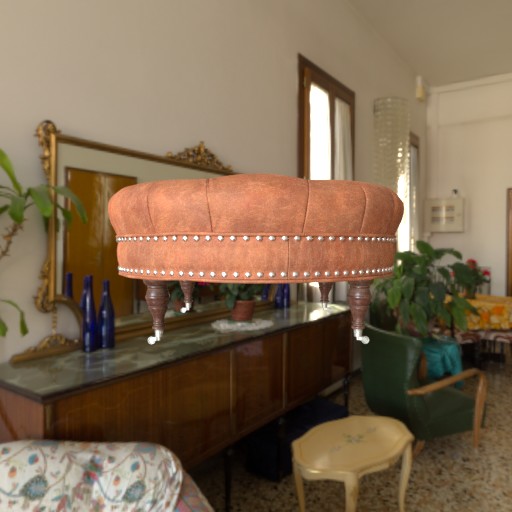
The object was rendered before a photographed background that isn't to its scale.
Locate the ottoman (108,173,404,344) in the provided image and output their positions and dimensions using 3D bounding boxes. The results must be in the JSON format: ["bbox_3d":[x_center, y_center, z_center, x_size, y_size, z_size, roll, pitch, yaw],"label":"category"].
[{"bbox_3d":[0.000,0.000,1.423,0.901,0.444,0.901,0,1,0],"label":"ottoman"}]
